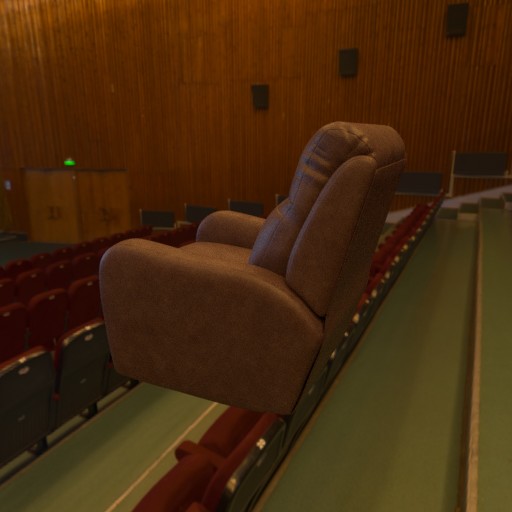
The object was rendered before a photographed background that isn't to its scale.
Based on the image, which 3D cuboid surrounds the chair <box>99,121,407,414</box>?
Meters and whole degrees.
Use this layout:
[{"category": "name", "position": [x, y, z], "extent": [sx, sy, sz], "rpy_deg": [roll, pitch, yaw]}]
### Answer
[{"category": "chair", "position": [0.000, 0.000, 1.862], "extent": [1.067, 1.067, 0.865], "rpy_deg": [7, 17, 25]}]
